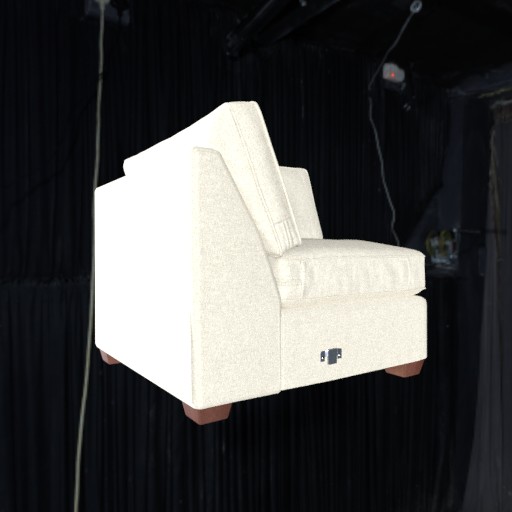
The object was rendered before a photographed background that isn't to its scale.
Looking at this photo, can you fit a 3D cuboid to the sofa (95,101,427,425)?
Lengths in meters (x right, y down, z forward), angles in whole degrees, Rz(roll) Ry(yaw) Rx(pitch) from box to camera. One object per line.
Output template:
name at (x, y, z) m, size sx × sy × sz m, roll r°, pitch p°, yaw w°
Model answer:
sofa at (0.000, 0.000, 2.001) m, size 1.146 × 1.002 × 1.084 m, roll 0°, pitch 1°, yaw -34°
